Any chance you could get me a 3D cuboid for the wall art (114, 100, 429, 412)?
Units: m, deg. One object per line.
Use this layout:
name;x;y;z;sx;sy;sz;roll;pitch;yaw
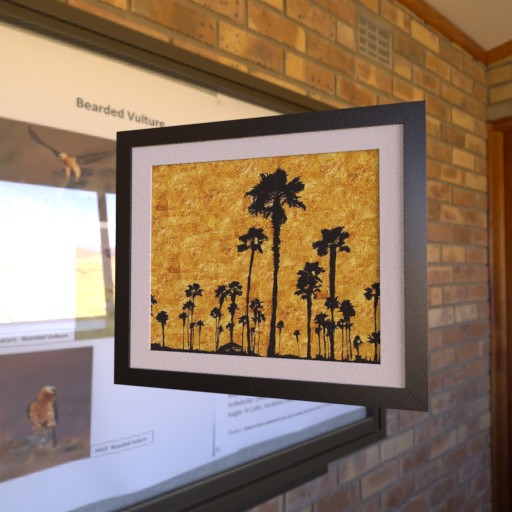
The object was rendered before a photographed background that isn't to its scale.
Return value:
wall art;0.000;0.000;0.531;0.383;0.332;0.012;-1;-2;17
